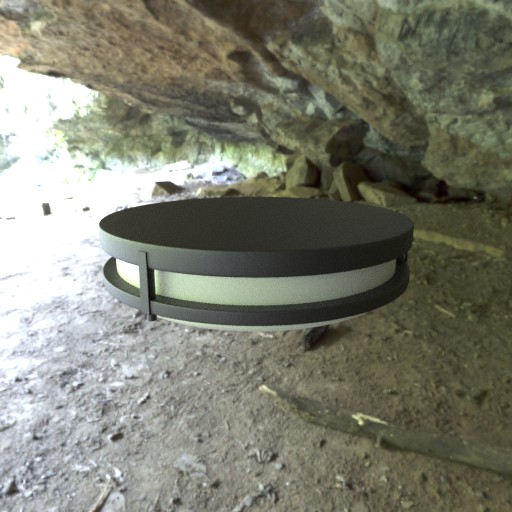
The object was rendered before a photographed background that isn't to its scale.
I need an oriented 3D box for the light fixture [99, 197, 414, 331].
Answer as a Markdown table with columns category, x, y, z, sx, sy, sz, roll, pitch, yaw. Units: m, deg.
| category | x | y | z | sx | sy | sz | roll | pitch | yaw |
| --- | --- | --- | --- | --- | --- | --- | --- | --- | --- |
| light fixture | 0.000 | 0.000 | 0.539 | 0.356 | 0.102 | 0.356 | 0 | 15 | 0 |
